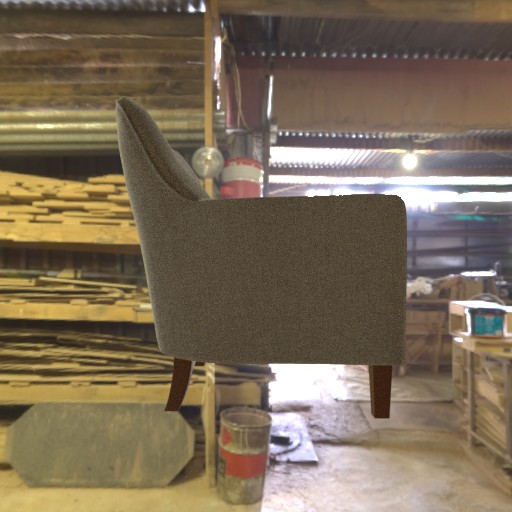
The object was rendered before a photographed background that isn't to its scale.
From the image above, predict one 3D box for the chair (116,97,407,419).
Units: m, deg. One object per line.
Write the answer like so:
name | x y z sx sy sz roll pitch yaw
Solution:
chair | 0.000 0.000 1.819 0.993 1.047 0.887 0 0 1
